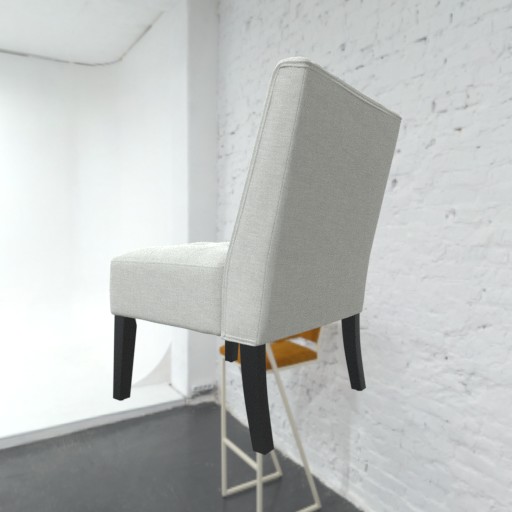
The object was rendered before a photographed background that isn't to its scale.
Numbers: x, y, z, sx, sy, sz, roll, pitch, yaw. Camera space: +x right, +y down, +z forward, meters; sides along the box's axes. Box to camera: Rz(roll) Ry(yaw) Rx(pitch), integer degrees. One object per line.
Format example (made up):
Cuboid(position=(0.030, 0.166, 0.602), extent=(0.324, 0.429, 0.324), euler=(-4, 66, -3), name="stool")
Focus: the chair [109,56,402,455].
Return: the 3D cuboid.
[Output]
Cuboid(position=(0.000, 0.000, 1.308), extent=(0.676, 0.853, 0.569), euler=(2, 3, 37), name="chair")
